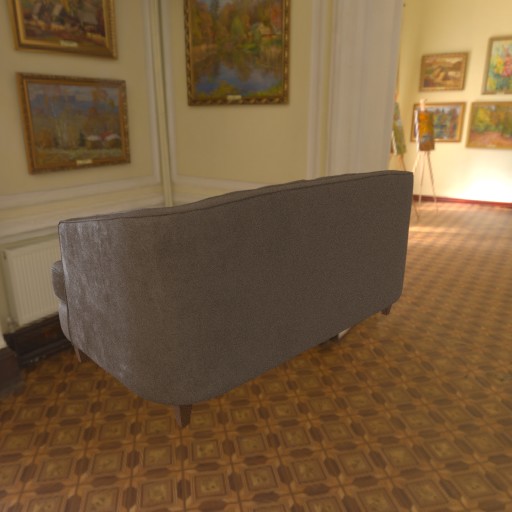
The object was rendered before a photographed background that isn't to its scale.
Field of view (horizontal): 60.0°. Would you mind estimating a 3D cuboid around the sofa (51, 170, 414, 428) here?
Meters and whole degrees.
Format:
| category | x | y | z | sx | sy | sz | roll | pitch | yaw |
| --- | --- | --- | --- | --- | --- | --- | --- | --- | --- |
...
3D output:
| category | x | y | z | sx | sy | sz | roll | pitch | yaw |
| --- | --- | --- | --- | --- | --- | --- | --- | --- | --- |
| sofa | 0.000 | 0.000 | 2.242 | 1.733 | 0.855 | 0.941 | -16 | 23 | -41 |
